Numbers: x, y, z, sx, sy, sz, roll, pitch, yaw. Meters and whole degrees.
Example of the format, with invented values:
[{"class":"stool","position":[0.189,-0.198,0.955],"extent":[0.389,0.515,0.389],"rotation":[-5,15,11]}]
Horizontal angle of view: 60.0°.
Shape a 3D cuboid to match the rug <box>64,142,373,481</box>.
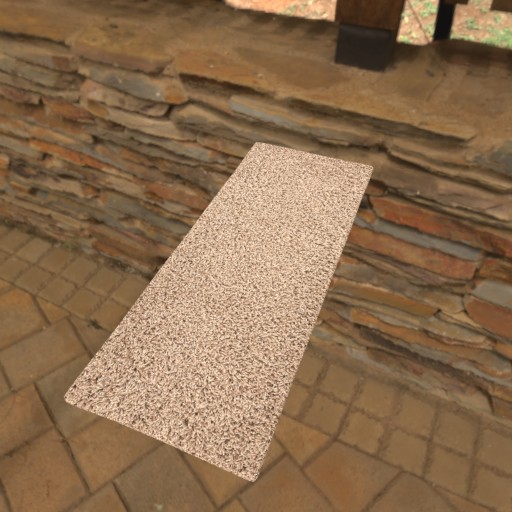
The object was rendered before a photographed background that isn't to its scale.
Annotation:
[{"class":"rug","position":[0.000,0.000,1.716],"extent":[0.609,0.030,1.524],"rotation":[16,47,15]}]
